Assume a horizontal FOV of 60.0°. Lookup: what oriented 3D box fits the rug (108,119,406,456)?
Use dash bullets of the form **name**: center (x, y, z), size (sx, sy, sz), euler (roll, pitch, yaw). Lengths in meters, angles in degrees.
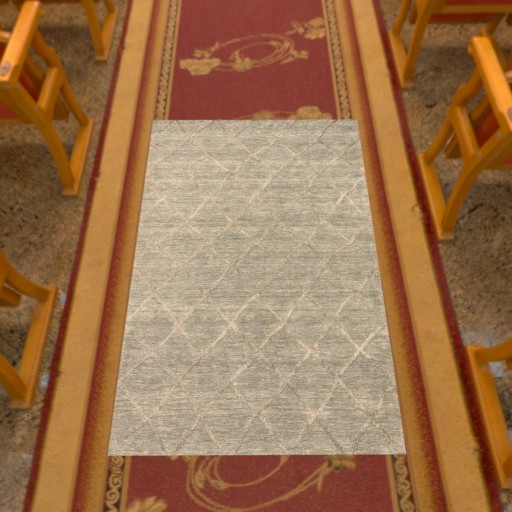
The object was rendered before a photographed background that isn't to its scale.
- **rug**: center (0.000, 0.000, 2.783), size (1.521, 0.006, 2.283), euler (0, 63, 0)
